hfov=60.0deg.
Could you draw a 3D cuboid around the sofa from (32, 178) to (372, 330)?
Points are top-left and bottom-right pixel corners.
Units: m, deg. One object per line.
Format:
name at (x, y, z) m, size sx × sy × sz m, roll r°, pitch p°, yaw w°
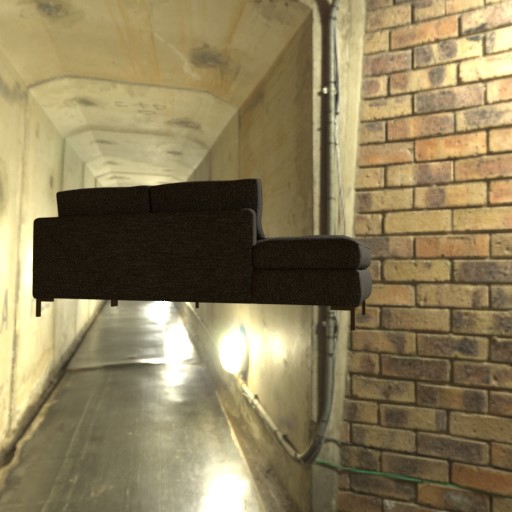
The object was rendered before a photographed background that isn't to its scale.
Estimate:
sofa at (0.000, 0.000, 3.818) m, size 2.007 × 0.815 × 2.949 m, roll 0°, pitch -2°, yaw 18°
